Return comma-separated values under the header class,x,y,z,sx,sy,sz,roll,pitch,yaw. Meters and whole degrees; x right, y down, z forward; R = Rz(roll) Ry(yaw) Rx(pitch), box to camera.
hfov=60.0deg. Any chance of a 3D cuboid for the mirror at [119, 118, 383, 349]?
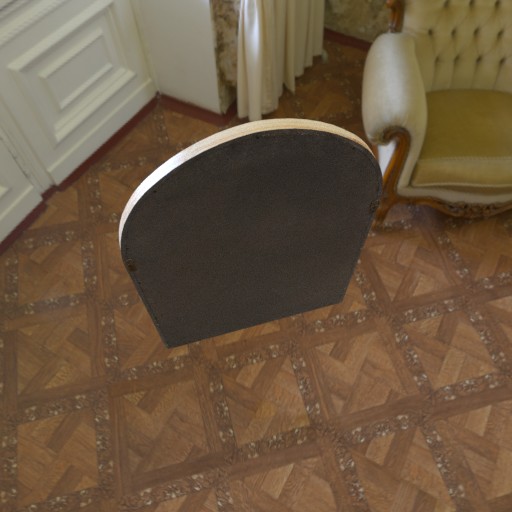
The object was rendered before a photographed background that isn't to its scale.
class,x,y,z,sx,sy,sz,roll,pitch,yaw
mirror,0.000,0.000,1.219,0.660,0.920,0.032,-14,60,-8
